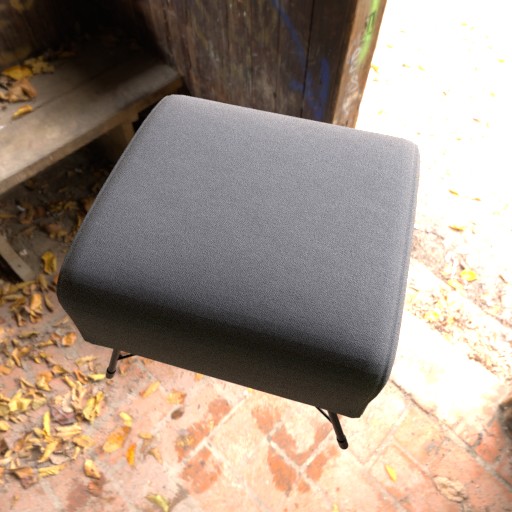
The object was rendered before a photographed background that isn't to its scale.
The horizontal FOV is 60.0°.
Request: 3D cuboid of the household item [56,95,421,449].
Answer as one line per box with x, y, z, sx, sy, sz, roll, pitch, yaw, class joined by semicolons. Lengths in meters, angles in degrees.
0.000;0.000;0.879;0.530;0.410;0.530;14;59;8;household item
